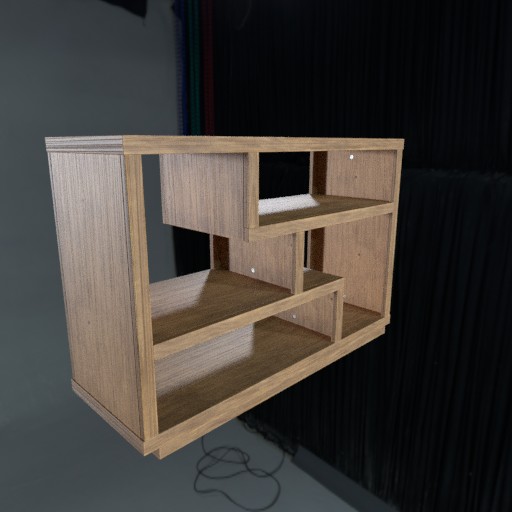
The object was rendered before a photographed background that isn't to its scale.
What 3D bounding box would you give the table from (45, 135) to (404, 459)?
[{"bbox_3d":[0.000,0.000,1.500,1.151,0.771,0.410,-14,20,-43],"label":"table"}]
